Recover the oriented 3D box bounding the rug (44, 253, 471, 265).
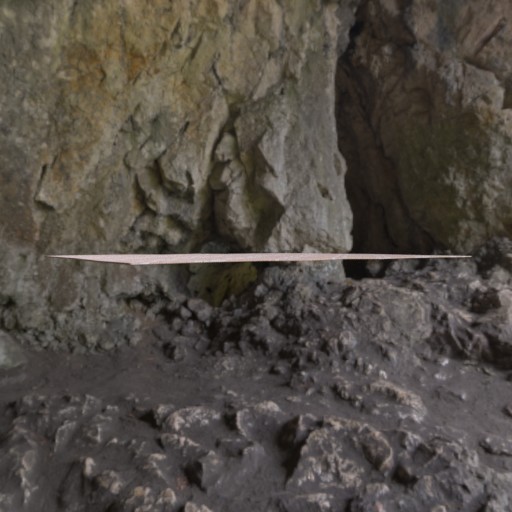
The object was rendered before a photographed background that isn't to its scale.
[{"bbox_3d":[0.000,0.000,4.278,3.365,0.020,2.452,-1,1,-35],"label":"rug"}]
